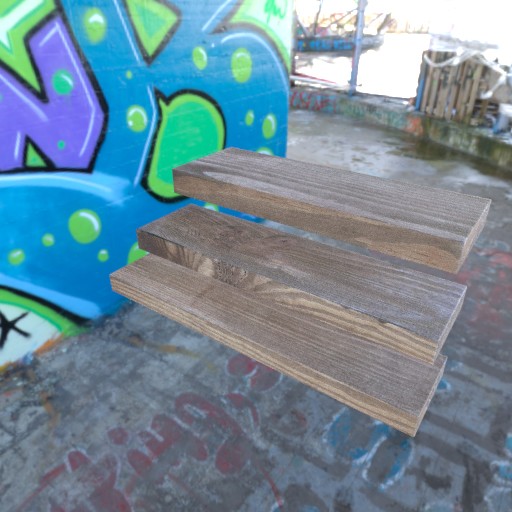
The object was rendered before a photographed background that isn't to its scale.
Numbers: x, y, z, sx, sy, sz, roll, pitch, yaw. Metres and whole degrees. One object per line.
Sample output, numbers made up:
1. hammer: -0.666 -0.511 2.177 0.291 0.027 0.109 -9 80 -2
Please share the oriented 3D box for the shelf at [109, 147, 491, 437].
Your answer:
1. shelf: 0.000 0.000 0.719 0.610 0.293 0.140 19 35 30
